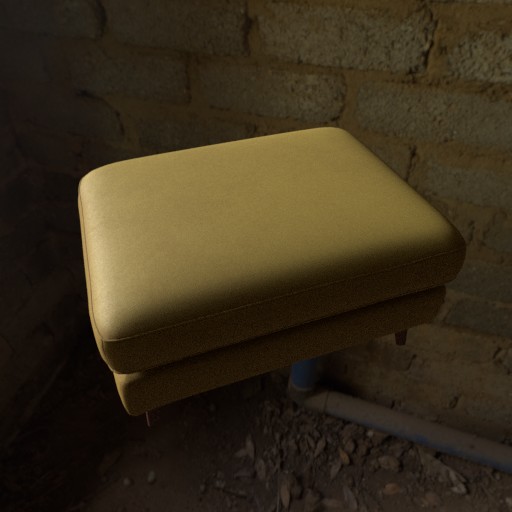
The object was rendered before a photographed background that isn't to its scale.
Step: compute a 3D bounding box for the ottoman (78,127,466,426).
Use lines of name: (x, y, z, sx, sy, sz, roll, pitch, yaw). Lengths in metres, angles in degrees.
ottoman: (0.000, 0.000, 1.163, 0.811, 0.449, 0.608, -13, 44, -14)
